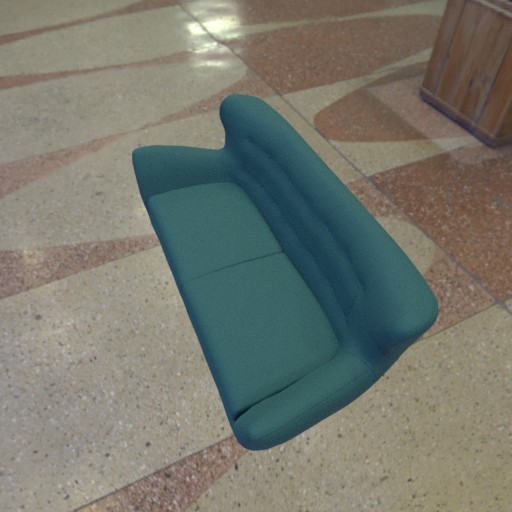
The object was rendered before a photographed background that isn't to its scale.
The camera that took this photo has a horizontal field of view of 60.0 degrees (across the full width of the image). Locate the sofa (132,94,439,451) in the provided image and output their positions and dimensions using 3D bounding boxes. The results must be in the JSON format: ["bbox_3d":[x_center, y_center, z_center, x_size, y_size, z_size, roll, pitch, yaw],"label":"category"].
[{"bbox_3d":[0.000,0.000,2.366,0.889,0.890,1.930,-18,50,-15],"label":"sofa"}]
